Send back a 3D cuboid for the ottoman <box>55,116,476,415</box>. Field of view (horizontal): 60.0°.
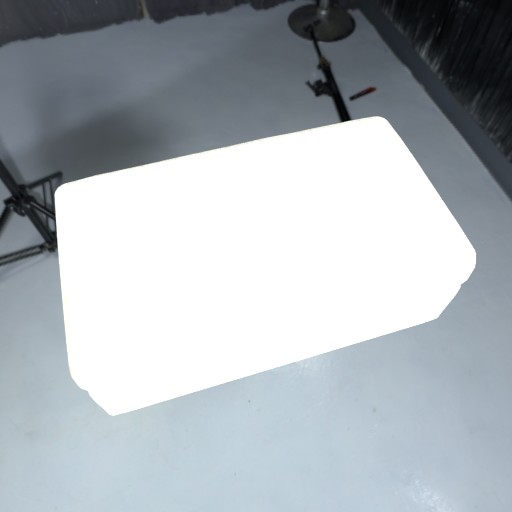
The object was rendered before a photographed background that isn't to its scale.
[{"bbox_3d":[0.000,0.000,1.396,1.097,0.448,0.617,-14,59,-9],"label":"ottoman"}]
